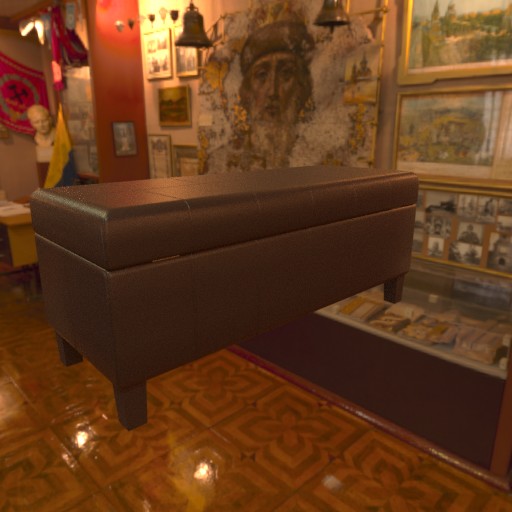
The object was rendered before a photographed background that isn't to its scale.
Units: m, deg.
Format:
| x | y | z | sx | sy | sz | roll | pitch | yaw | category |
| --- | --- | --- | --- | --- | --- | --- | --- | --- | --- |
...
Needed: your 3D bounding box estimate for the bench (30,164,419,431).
| x | y | z | sx | sy | sz | roll | pitch | yaw | category |
| --- | --- | --- | --- | --- | --- | --- | --- | --- | --- |
| 0.000 | 0.000 | 1.316 | 1.092 | 0.457 | 0.429 | -14 | 21 | -40 | bench |
